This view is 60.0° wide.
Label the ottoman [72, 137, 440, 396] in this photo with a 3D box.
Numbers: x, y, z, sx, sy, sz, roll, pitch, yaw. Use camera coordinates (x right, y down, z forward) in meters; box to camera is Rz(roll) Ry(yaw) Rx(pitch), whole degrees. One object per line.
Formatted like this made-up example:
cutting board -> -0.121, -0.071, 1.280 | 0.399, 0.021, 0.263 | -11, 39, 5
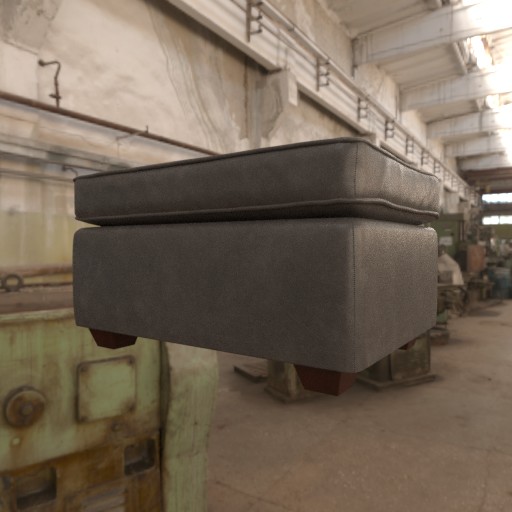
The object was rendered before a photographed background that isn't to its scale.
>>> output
ottoman -> 0.000, 0.000, 1.092 | 0.756, 0.445, 0.554 | 1, 2, 35
